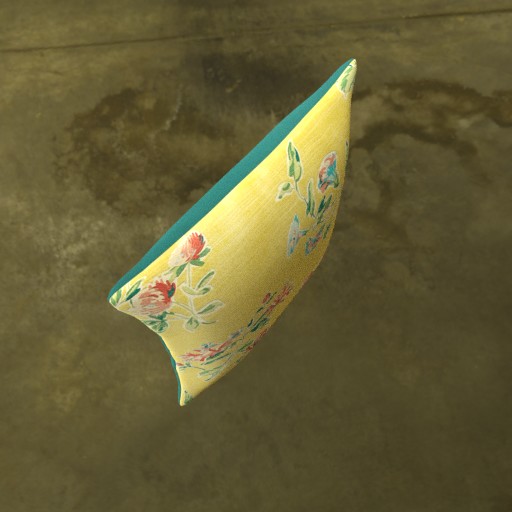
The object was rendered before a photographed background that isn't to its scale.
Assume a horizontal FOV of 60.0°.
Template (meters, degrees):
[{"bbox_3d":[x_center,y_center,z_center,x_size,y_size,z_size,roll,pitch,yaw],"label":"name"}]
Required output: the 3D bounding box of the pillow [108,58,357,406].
[{"bbox_3d":[0.000,0.000,0.807,0.166,0.508,0.525,33,65,18],"label":"pillow"}]
